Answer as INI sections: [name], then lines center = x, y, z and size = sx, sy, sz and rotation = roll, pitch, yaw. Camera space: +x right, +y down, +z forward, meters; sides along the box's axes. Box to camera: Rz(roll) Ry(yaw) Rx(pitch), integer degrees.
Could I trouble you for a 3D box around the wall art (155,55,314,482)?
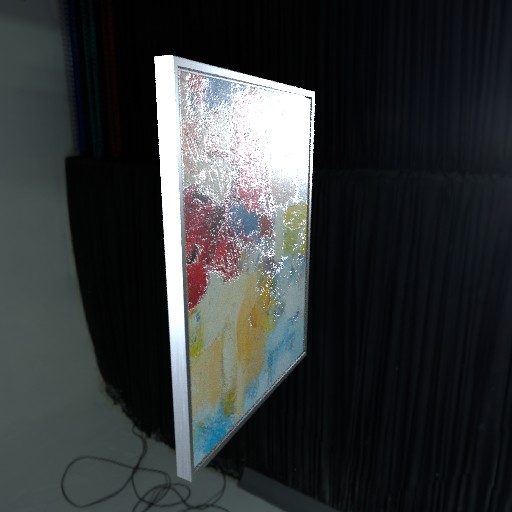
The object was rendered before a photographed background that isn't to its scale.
[wall art]
center = 0.000, 0.000, 0.763
size = 0.025, 0.569, 0.444
rotation = 8, 16, 27
